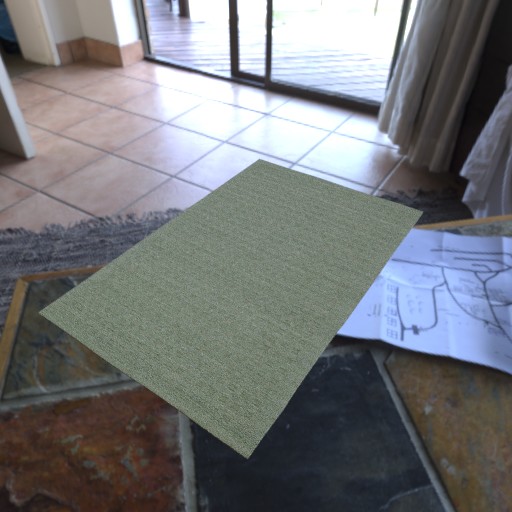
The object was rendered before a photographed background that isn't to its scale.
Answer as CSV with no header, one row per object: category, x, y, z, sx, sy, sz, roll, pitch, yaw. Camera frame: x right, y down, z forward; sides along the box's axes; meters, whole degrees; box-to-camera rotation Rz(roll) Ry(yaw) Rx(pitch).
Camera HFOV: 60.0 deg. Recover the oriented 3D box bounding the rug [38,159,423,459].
rug,0.000,0.000,2.260,1.143,0.006,1.747,24,46,26
